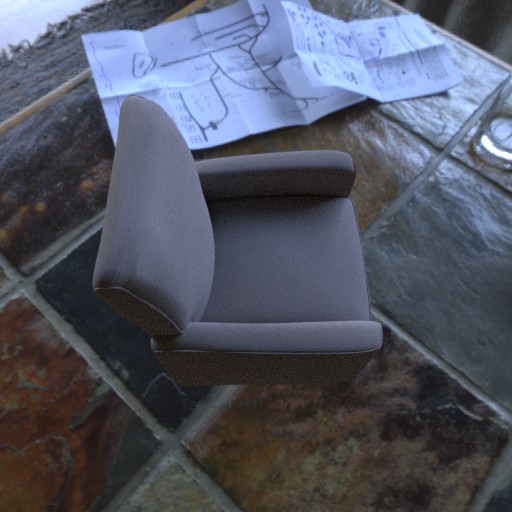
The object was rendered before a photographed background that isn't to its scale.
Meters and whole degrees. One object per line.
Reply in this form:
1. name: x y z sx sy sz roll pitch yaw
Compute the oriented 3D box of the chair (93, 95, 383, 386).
1. chair: 0.000 0.000 1.681 0.859 1.023 0.845 -1 62 -1
